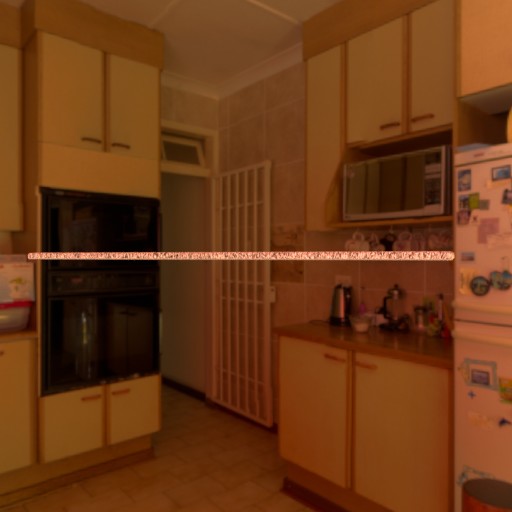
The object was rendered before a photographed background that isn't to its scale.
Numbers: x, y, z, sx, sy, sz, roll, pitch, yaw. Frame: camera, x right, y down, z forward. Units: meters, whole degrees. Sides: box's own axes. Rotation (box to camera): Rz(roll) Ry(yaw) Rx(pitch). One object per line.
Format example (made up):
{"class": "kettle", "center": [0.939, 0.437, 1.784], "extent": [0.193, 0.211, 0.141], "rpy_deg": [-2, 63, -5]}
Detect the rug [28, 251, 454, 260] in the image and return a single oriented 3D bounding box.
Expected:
{"class": "rug", "center": [0.000, 0.000, 2.287], "extent": [1.778, 0.030, 1.219], "rpy_deg": [0, 0, 19]}
